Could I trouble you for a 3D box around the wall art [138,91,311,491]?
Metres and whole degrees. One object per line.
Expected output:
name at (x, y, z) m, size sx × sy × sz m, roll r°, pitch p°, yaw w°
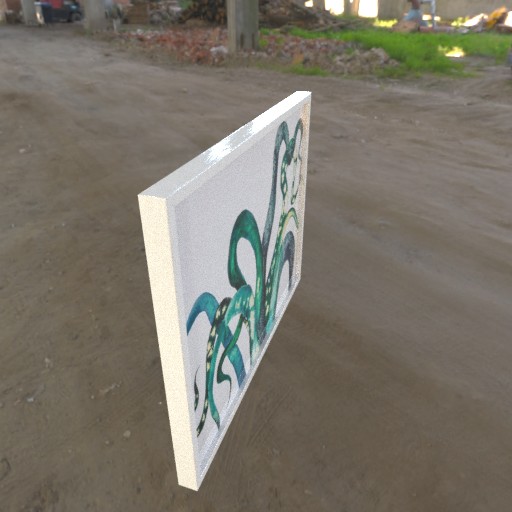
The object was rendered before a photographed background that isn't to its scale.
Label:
wall art at (0.000, 0.000, 1.351) m, size 0.053 × 0.787 × 1.041 m, roll 10°, pitch 31°, yaw 17°
